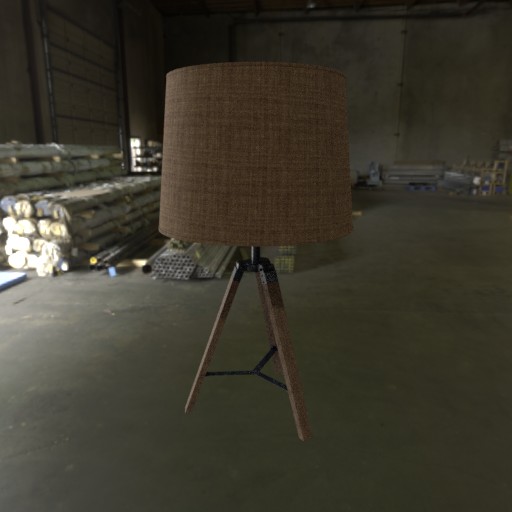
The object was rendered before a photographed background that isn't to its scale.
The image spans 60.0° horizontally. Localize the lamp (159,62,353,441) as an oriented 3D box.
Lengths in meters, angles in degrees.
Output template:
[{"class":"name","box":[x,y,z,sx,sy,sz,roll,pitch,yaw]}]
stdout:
[{"class":"lamp","box":[0.000,0.000,0.684,0.290,0.514,0.290,0,14,0]}]
